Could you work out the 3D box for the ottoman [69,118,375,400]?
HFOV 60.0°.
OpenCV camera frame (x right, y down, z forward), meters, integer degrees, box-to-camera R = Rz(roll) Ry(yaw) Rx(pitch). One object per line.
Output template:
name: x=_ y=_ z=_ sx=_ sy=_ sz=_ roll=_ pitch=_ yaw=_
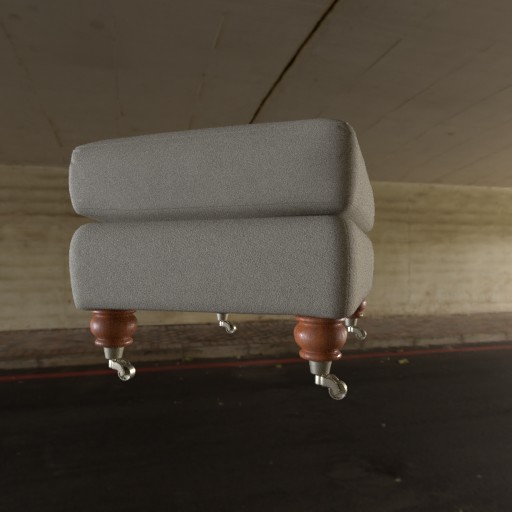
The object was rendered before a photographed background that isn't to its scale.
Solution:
ottoman: x=0.000 y=0.000 z=1.139 sx=0.569 sy=0.504 sz=0.773 roll=0 pitch=-1 yaw=17
